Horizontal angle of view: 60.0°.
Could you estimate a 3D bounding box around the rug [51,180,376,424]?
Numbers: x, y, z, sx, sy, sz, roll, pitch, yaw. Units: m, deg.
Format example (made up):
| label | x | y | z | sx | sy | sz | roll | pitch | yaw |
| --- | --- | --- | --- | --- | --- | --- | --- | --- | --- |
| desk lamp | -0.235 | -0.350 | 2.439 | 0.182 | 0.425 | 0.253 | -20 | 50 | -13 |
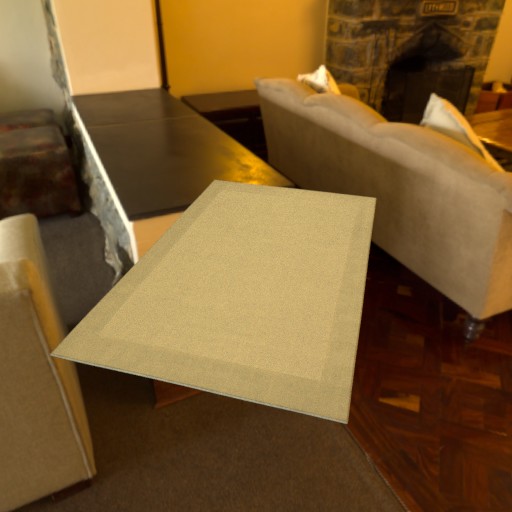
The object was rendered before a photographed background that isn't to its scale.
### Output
| label | x | y | z | sx | sy | sz | roll | pitch | yaw |
| --- | --- | --- | --- | --- | --- | --- | --- | --- | --- |
| rug | 0.000 | 0.000 | 3.106 | 1.524 | 0.014 | 2.438 | 9 | 33 | 13 |
